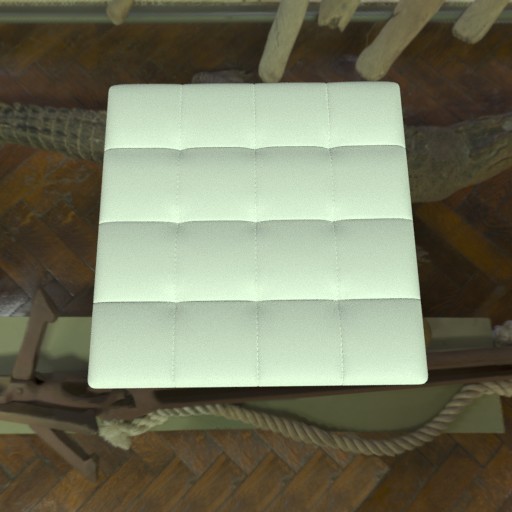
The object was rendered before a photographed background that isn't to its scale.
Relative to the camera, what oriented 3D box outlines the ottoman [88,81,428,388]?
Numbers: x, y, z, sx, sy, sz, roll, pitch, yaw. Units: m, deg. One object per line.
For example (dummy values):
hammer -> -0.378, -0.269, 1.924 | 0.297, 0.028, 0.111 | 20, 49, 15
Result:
ottoman -> 0.000, 0.000, 0.787 | 0.425, 0.432, 0.425 | -1, 77, 0
